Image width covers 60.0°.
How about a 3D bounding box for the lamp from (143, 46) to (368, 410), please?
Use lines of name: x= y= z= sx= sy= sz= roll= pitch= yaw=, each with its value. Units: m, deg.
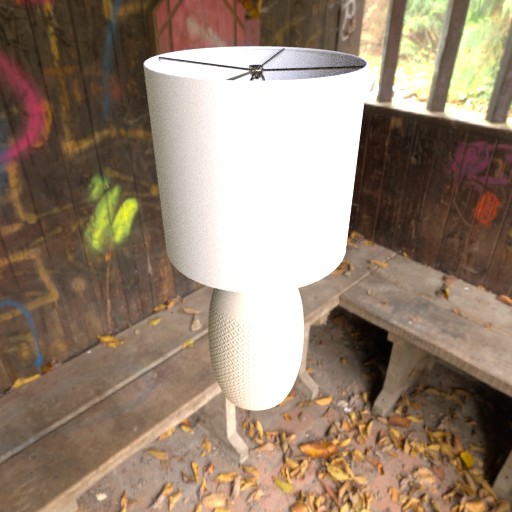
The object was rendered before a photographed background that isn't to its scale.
lamp: x=0.000 y=0.000 z=0.555 sx=0.217 sy=0.453 sz=0.217 roll=9 pitch=33 yaw=14
